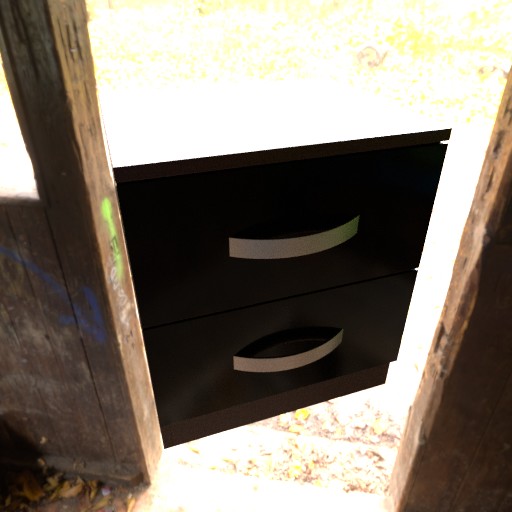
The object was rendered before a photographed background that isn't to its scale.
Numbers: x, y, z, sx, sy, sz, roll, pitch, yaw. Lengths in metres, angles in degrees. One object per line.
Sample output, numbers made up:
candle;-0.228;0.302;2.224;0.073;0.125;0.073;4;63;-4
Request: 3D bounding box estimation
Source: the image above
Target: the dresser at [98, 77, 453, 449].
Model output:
dresser;0.000;0.000;0.732;0.400;0.470;0.360;-11;34;-16
